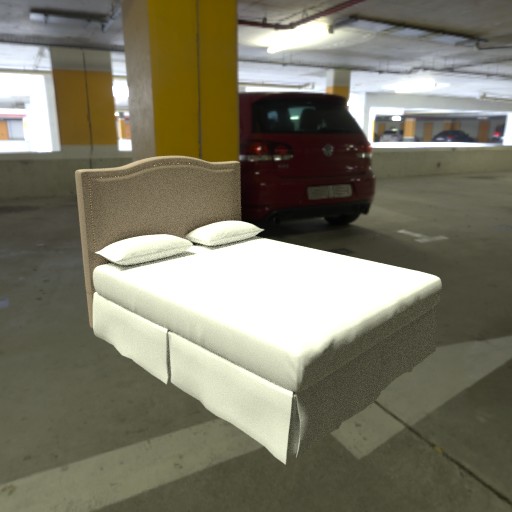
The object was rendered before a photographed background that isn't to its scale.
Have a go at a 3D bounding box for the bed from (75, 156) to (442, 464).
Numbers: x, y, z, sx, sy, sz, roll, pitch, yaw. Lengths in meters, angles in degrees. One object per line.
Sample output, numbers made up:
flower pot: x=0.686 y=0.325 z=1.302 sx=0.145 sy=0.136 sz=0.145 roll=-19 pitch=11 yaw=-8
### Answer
bed: x=0.000 y=0.000 z=3.410 sx=2.282 sy=1.436 sz=1.821 roll=14 pitch=21 yaw=42
